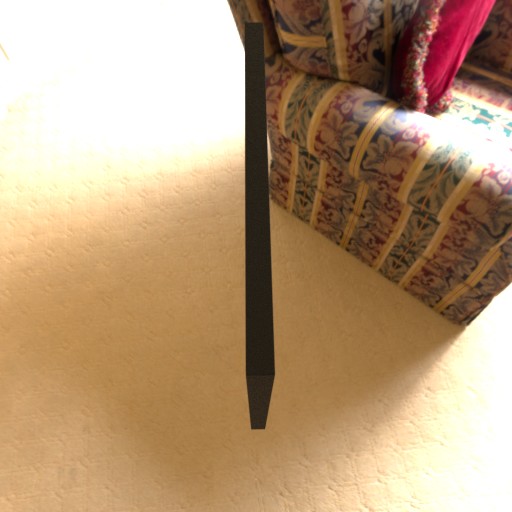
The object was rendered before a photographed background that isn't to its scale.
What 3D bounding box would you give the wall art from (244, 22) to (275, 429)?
[{"bbox_3d":[0.000,0.000,1.133,0.044,0.758,0.758,-1,63,0],"label":"wall art"}]
